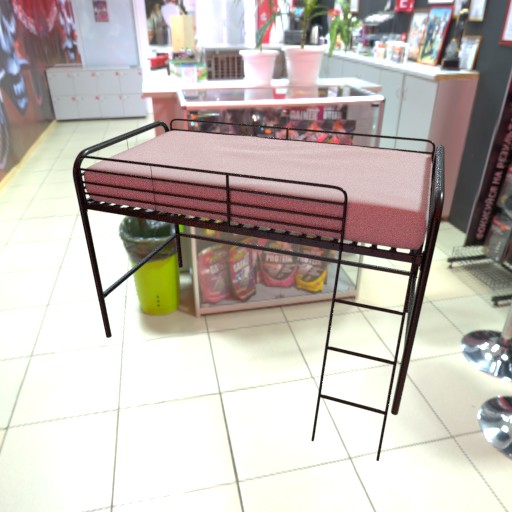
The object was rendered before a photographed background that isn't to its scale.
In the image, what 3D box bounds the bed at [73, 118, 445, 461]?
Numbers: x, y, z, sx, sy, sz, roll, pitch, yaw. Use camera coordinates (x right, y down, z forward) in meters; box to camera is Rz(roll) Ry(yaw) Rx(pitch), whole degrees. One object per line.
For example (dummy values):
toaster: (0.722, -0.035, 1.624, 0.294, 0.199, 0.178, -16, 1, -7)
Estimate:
bed: (0.000, 0.000, 2.769, 1.968, 1.289, 1.393, 10, 31, 18)
